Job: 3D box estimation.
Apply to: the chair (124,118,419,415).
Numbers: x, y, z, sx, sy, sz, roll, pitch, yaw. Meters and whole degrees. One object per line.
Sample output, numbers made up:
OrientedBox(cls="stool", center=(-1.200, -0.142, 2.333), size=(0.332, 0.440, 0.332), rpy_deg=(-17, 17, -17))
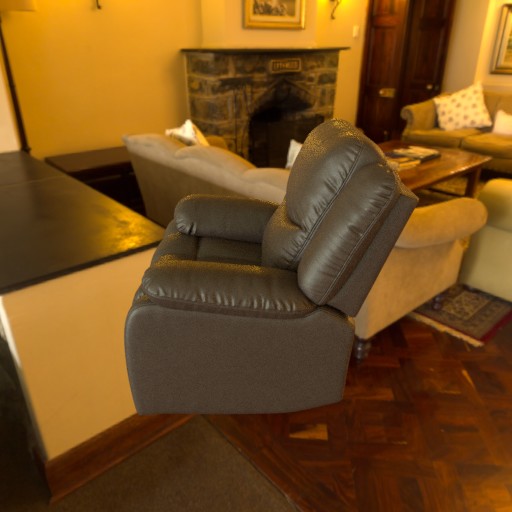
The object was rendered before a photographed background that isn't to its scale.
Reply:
OrientedBox(cls="chair", center=(0.000, 0.000, 1.768), size=(0.934, 1.009, 0.899), rpy_deg=(0, 26, 0))
